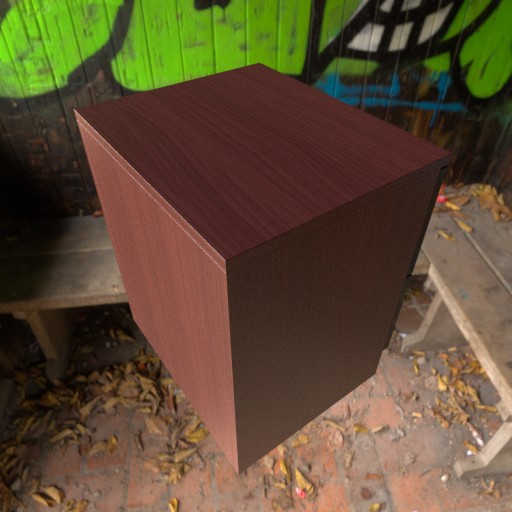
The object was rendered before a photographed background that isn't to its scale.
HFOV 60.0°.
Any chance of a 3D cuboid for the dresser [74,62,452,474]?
[{"bbox_3d":[0.000,0.000,0.756,0.360,0.470,0.400,-26,48,-26],"label":"dresser"}]
